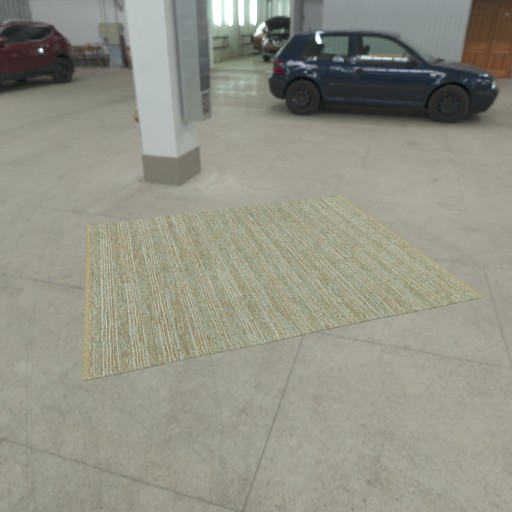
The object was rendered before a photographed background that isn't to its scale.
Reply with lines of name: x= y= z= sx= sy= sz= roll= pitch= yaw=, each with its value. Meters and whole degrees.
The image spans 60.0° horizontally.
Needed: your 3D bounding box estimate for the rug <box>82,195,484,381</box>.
rug: x=0.000 y=0.000 z=4.155 sx=3.034 sy=0.012 sz=2.471 roll=-9 pitch=29 yaw=-16
